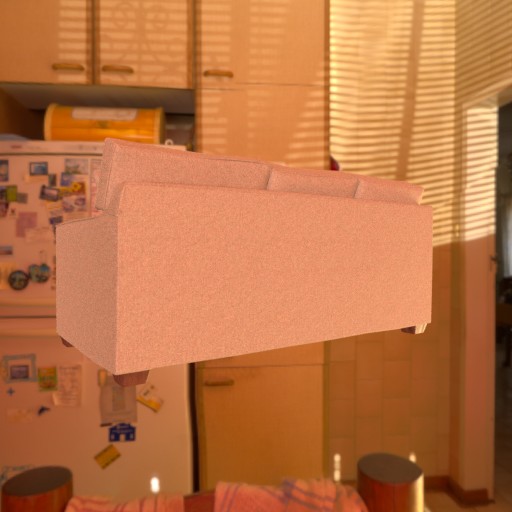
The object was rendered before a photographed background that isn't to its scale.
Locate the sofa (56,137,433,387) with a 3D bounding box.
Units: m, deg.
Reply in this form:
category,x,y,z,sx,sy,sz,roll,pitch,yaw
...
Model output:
category,x,y,z,sx,sy,sz,roll,pitch,yaw
sofa,0.000,0.000,2.548,1.963,0.946,1.034,-1,1,-36
